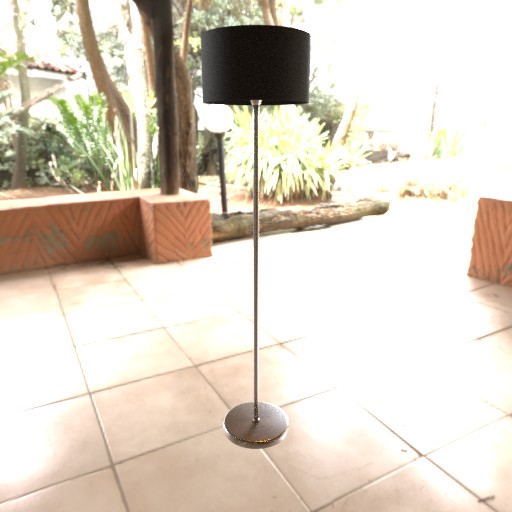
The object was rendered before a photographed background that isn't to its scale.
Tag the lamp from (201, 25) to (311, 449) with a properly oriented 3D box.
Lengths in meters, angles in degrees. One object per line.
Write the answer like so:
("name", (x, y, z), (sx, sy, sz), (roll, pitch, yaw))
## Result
("lamp", (0.000, 0.000, 1.603), (0.348, 1.443, 0.348), (-9, 19, -28))
